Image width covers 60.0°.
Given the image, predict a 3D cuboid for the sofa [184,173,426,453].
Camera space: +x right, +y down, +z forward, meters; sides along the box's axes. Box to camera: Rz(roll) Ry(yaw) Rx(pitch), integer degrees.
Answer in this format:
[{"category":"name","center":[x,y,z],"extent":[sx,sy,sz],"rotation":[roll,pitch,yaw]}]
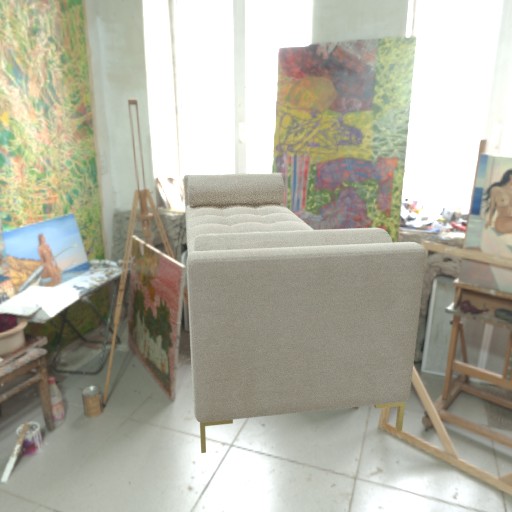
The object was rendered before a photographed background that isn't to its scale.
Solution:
[{"category":"sofa","center":[0.000,0.000,2.233],"extent":[0.686,0.635,1.981],"rotation":[-3,17,-9]}]
